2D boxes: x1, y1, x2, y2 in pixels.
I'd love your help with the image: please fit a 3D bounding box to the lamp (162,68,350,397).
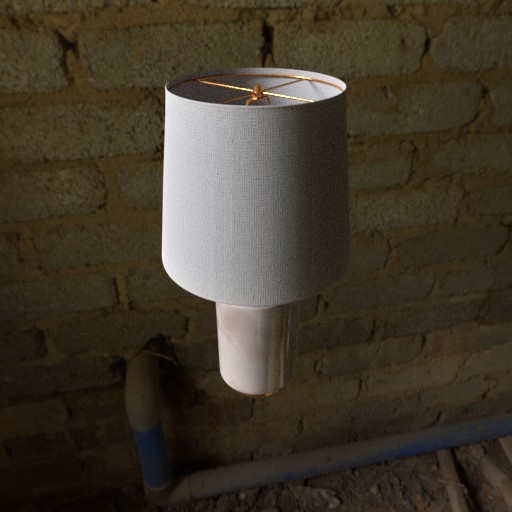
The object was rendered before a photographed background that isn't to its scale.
[{"bbox_3d":[0.000,0.000,0.460,0.189,0.340,0.189,0,32,0],"label":"lamp"}]
